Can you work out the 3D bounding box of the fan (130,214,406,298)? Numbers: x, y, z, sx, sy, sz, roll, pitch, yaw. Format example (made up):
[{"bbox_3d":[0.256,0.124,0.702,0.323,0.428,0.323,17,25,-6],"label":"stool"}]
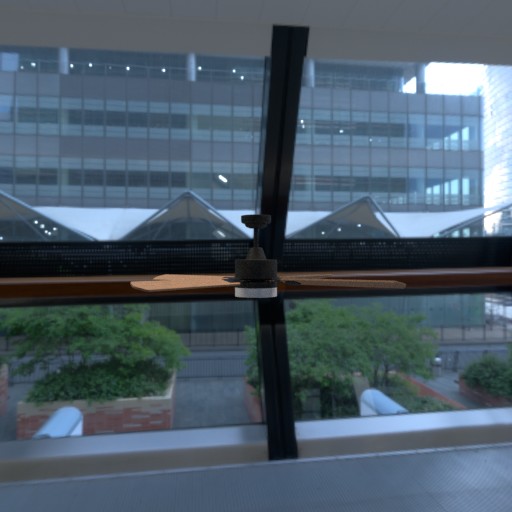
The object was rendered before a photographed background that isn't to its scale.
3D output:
[{"bbox_3d":[0.000,0.000,1.966,1.320,0.355,1.320,-1,-1,37],"label":"fan"}]
